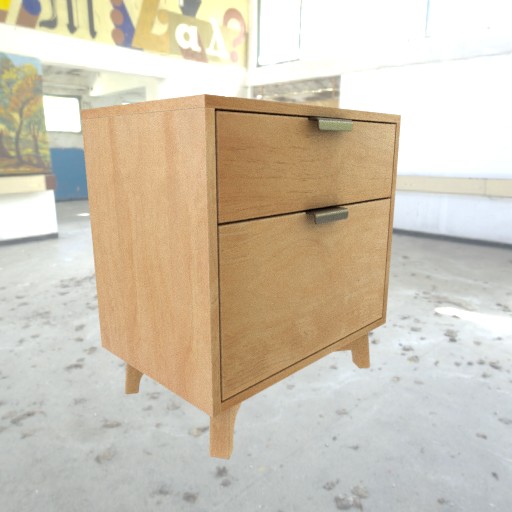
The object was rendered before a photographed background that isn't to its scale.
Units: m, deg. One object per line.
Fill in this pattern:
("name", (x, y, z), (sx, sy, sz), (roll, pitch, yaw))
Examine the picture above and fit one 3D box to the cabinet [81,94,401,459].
("cabinet", (0.000, 0.000, 0.970), (0.394, 0.599, 0.551), (13, 19, 43))
